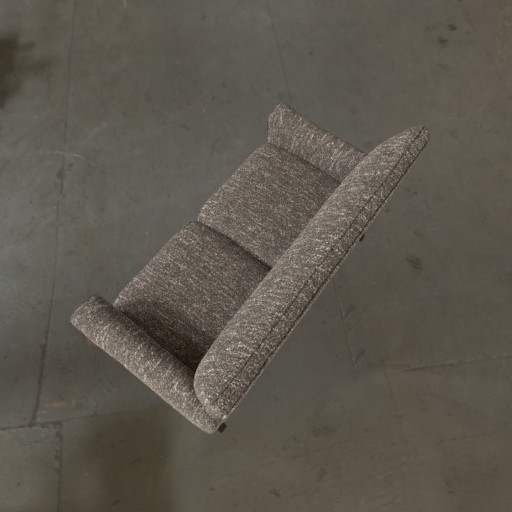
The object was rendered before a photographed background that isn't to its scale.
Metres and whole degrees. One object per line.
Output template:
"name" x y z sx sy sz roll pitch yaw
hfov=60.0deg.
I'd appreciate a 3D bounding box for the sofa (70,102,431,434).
"sofa" 0.000 0.000 2.116 0.801 0.946 1.519 33 68 16
